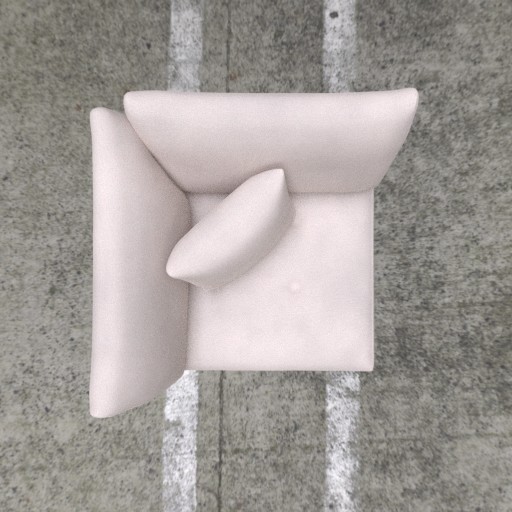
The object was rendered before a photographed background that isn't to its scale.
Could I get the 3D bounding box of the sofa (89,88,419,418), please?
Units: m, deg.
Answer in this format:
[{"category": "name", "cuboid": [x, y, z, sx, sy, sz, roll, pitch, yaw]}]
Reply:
[{"category": "sofa", "cuboid": [0.000, 0.000, 1.697, 1.000, 0.820, 1.000, 0, 90, 1]}]
